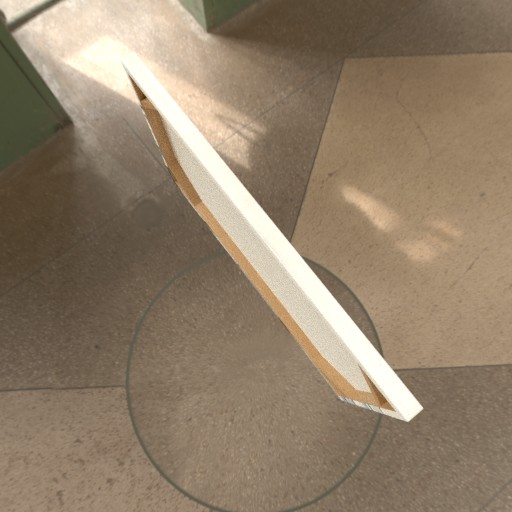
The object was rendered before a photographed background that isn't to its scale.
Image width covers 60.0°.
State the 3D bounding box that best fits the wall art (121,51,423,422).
[{"bbox_3d":[0.000,0.000,1.150,0.039,0.609,0.914,-36,78,-9],"label":"wall art"}]
